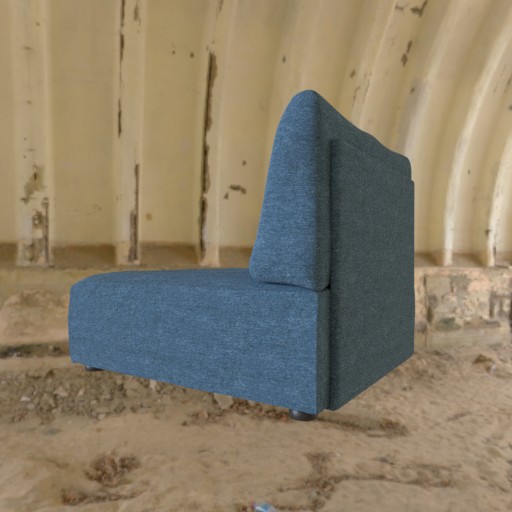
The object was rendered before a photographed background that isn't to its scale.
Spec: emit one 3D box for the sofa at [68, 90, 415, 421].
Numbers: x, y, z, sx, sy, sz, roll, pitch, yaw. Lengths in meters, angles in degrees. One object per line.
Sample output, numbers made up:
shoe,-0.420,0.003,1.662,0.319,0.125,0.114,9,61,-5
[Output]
sofa,0.000,0.000,1.696,1.000,0.820,0.930,0,0,33
